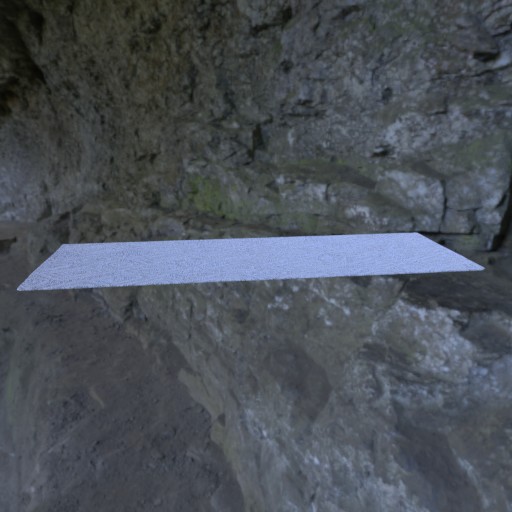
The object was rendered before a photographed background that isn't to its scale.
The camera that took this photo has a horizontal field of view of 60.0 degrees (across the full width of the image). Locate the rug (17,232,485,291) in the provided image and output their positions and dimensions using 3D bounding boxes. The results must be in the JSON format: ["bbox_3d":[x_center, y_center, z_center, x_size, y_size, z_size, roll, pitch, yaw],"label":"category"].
[{"bbox_3d":[0.000,0.000,2.649,2.436,0.013,0.807,-2,17,-7],"label":"rug"}]
